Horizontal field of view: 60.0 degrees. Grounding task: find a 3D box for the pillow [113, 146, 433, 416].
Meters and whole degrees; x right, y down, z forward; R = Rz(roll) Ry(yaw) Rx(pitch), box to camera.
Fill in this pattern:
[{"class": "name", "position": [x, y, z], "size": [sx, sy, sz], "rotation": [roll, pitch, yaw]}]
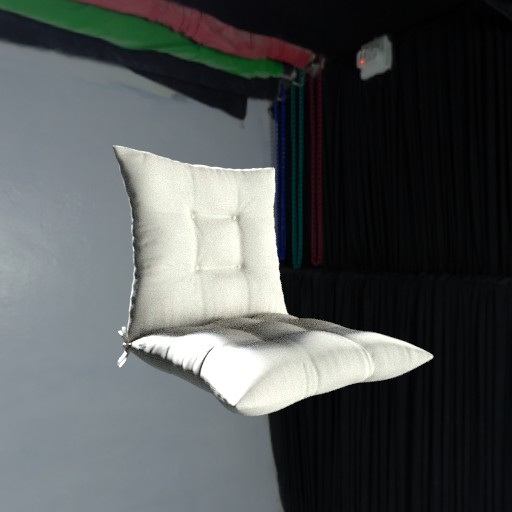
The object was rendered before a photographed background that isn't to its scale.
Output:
[{"class": "pillow", "position": [0.000, 0.000, 1.020], "size": [0.541, 0.536, 0.585], "rotation": [0, 1, -36]}]
